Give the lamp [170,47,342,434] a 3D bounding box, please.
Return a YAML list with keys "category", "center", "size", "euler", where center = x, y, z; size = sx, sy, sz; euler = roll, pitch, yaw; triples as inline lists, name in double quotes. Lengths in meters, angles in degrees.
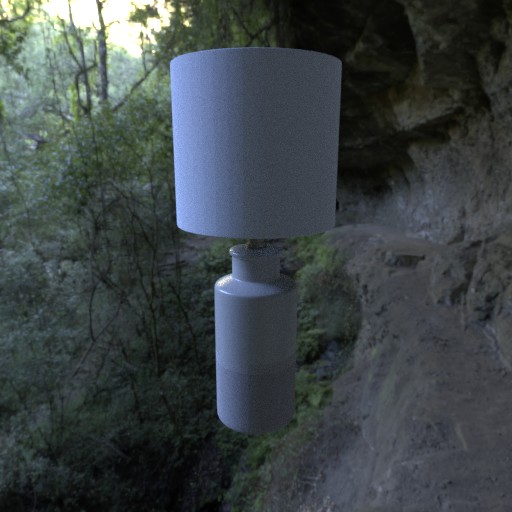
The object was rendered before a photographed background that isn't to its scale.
- category: "lamp"
  center: [0.000, 0.000, 0.616]
  size: [0.212, 0.493, 0.212]
  euler: [13, 19, 42]
